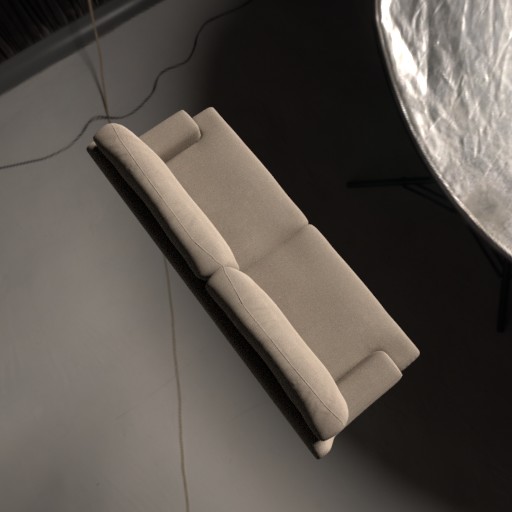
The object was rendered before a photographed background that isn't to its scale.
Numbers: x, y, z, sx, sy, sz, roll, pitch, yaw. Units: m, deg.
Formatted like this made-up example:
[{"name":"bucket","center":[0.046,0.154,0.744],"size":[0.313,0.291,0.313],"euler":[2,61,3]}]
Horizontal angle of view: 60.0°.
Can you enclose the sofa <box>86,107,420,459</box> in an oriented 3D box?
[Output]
[{"name":"sofa","center":[0.000,0.000,2.960],"size":[0.962,0.980,2.354],"euler":[-37,78,-9]}]
